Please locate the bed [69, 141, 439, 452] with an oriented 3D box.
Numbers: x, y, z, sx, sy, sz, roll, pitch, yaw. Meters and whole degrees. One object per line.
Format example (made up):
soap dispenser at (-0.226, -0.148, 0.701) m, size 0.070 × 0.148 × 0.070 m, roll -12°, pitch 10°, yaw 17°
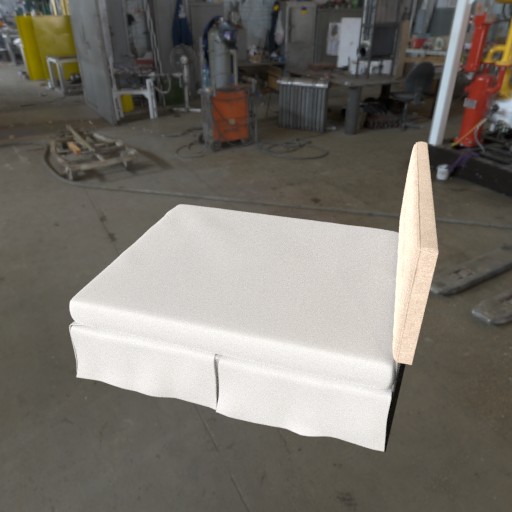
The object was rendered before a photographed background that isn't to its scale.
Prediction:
bed at (0.000, 0.000, 2.953) m, size 1.978 × 1.270 × 1.643 m, roll 9°, pitch 31°, yaw 15°
